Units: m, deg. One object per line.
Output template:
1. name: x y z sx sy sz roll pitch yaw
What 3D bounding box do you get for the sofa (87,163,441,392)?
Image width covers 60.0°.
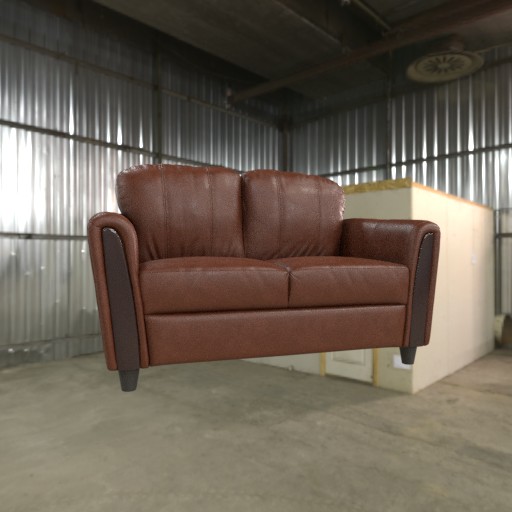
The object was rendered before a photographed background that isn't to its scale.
1. sofa: 0.000 0.000 2.012 1.406 0.906 0.805 0 0 -19
